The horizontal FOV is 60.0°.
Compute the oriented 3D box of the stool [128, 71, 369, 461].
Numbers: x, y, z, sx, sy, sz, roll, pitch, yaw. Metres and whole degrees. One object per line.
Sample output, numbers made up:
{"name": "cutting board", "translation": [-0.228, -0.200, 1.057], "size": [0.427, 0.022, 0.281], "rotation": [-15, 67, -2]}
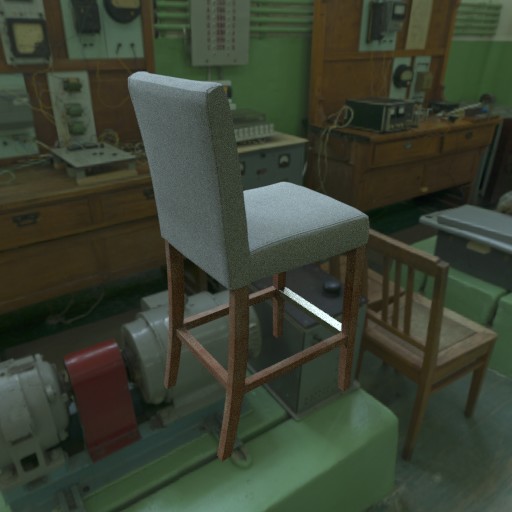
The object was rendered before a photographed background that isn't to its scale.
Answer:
{"name": "stool", "translation": [0.000, 0.000, 1.407], "size": [0.570, 1.088, 0.439], "rotation": [-18, 32, -32]}
